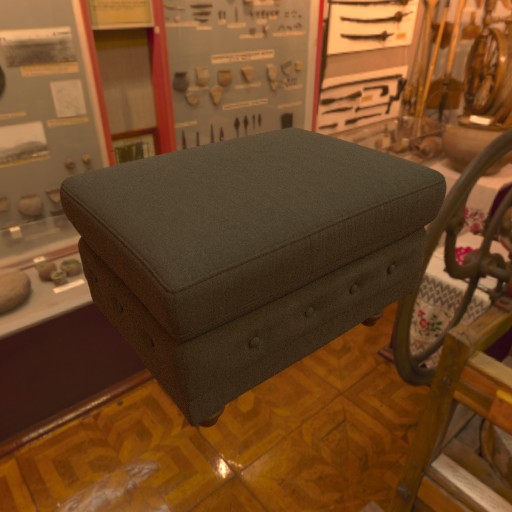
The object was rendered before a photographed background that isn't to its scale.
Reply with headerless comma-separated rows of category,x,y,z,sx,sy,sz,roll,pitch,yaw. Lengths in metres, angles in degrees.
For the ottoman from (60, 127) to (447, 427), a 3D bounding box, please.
ottoman,0.000,0.000,1.149,0.771,0.500,0.569,-22,37,-32
